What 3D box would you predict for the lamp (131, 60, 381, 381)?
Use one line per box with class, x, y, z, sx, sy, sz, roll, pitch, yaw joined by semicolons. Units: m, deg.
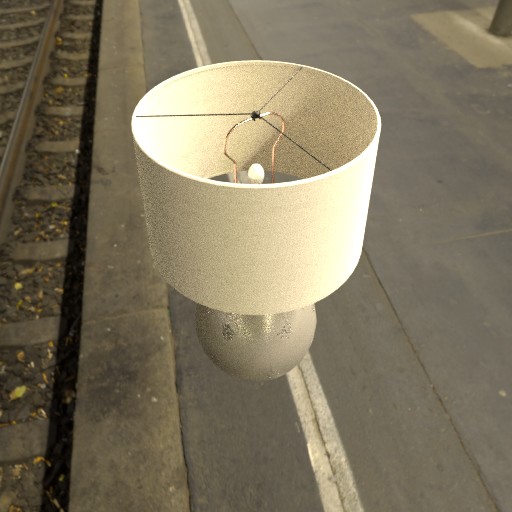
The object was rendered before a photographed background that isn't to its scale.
lamp;0.000;0.000;0.741;0.330;0.521;0.330;0;46;0
